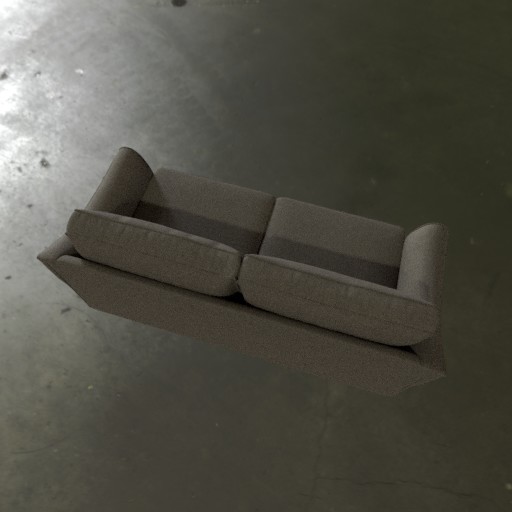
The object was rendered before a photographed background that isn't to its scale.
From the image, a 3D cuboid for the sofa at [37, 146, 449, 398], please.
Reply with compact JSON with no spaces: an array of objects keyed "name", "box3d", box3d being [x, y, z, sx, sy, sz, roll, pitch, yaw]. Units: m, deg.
[{"name":"sofa","box3d":[0.000,0.000,2.725,2.203,0.976,1.013,15,64,7]}]
